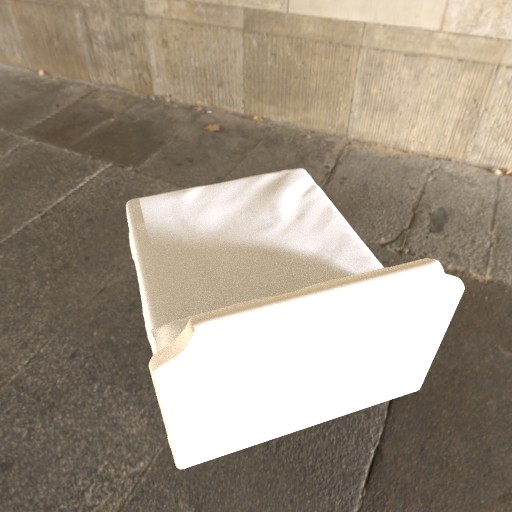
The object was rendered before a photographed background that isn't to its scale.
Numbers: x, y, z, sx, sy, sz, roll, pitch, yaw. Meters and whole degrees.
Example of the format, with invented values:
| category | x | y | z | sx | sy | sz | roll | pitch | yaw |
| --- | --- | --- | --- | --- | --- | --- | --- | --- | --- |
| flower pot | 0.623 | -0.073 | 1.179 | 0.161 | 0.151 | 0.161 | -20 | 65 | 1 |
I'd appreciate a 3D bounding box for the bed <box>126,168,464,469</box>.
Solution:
| category | x | y | z | sx | sy | sz | roll | pitch | yaw |
| --- | --- | --- | --- | --- | --- | --- | --- | --- | --- |
| bed | 0.000 | 0.000 | 3.875 | 2.134 | 1.524 | 2.548 | -13 | 44 | -14 |
